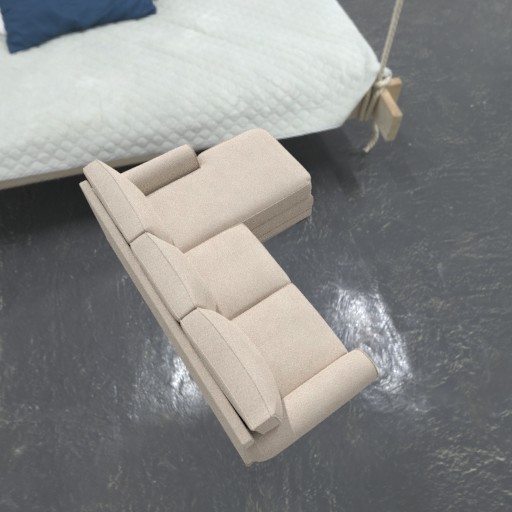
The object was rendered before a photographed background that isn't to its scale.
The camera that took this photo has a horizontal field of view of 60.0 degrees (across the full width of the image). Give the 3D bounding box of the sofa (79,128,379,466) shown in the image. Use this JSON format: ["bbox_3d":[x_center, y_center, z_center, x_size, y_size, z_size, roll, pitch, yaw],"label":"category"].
[{"bbox_3d":[0.000,0.000,2.436,1.226,0.734,1.770,-30,63,-17],"label":"sofa"}]
